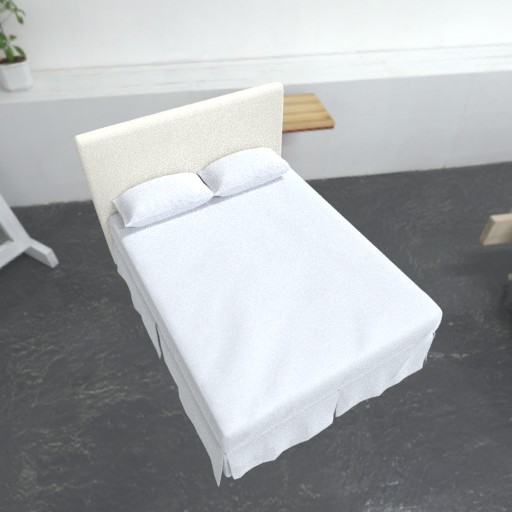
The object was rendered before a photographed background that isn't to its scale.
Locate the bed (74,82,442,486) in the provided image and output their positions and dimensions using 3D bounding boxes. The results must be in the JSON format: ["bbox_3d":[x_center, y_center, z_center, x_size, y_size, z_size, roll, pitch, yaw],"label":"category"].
[{"bbox_3d":[0.000,0.000,3.116,1.713,1.330,2.142,-23,51,-20],"label":"bed"}]
